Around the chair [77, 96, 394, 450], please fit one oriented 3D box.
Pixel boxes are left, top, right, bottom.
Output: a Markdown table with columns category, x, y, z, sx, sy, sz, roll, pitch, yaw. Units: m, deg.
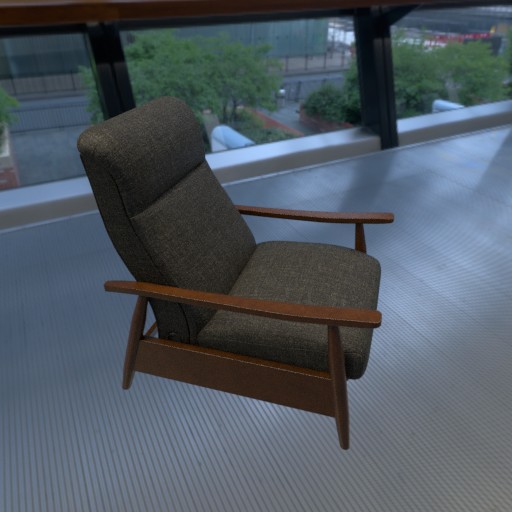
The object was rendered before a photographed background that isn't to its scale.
| category | x | y | z | sx | sy | sz | roll | pitch | yaw |
| --- | --- | --- | --- | --- | --- | --- | --- | --- | --- |
| chair | 0.000 | 0.000 | 1.778 | 1.014 | 1.082 | 0.762 | 10 | 33 | 15 |
